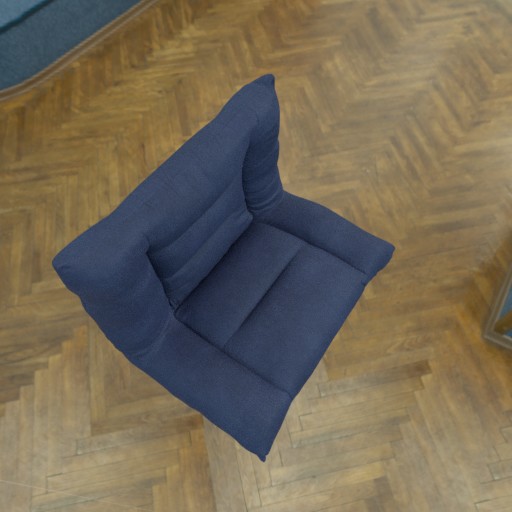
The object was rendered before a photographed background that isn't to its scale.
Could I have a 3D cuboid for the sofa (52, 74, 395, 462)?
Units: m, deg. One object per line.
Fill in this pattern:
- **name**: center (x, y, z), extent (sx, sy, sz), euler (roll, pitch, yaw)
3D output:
- **sofa**: center (0.000, 0.000, 1.724), extent (0.849, 0.778, 1.122), euler (31, 63, 18)
